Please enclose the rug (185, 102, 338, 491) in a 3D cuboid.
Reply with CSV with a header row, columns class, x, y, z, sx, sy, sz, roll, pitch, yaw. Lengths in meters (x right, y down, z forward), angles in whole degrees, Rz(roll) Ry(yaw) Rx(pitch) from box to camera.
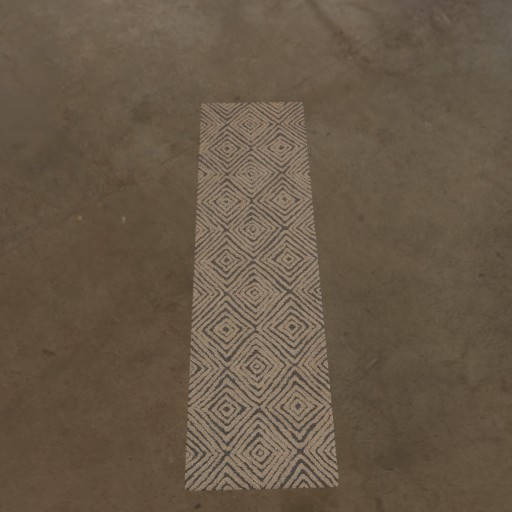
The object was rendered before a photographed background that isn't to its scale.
class,x,y,z,sx,sy,sz,roll,pitch,yaw
rug,0.000,0.000,2.446,0.676,0.008,2.277,-1,64,-1
